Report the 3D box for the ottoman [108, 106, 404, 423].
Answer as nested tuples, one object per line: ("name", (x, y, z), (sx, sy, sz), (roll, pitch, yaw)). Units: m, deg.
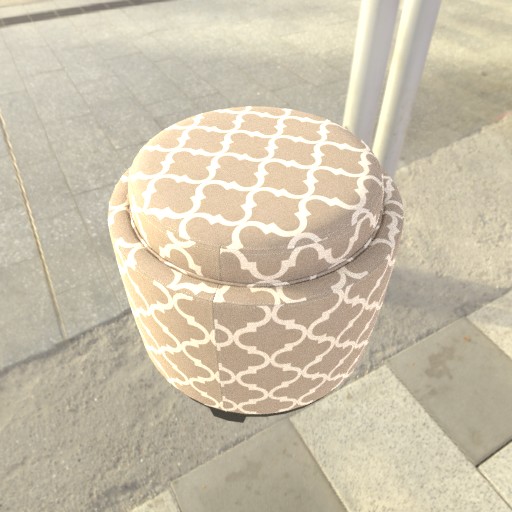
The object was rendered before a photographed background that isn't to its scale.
("ottoman", (0.000, 0.000, 0.824), (0.480, 0.429, 0.480), (0, 45, 0))
